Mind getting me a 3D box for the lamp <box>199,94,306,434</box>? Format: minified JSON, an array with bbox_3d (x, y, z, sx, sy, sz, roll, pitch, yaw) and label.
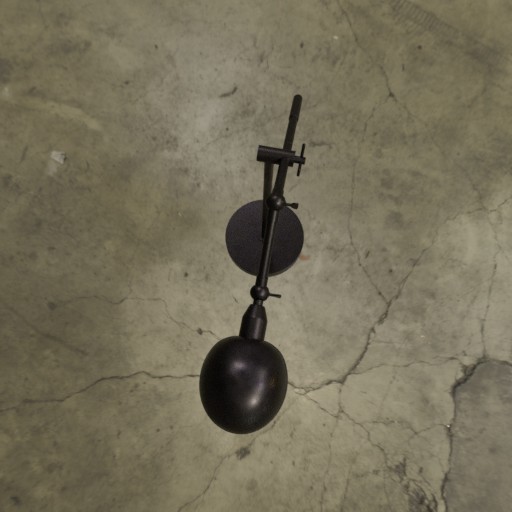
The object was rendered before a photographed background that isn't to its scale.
[{"bbox_3d":[0.000,0.000,0.804,0.185,0.495,0.567,10,75,3],"label":"lamp"}]
